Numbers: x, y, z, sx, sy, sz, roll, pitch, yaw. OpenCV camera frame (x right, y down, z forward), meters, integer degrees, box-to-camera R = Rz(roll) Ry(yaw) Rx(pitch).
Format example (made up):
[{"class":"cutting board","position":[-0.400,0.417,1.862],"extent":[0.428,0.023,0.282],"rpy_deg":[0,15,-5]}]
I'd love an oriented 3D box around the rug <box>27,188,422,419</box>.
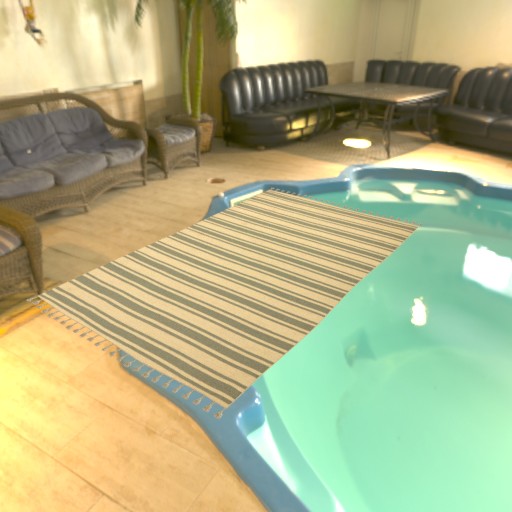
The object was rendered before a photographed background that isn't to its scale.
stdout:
[{"class":"rug","position":[0.000,0.000,2.535],"extent":[1.222,0.009,2.084],"rpy_deg":[19,33,32]}]
